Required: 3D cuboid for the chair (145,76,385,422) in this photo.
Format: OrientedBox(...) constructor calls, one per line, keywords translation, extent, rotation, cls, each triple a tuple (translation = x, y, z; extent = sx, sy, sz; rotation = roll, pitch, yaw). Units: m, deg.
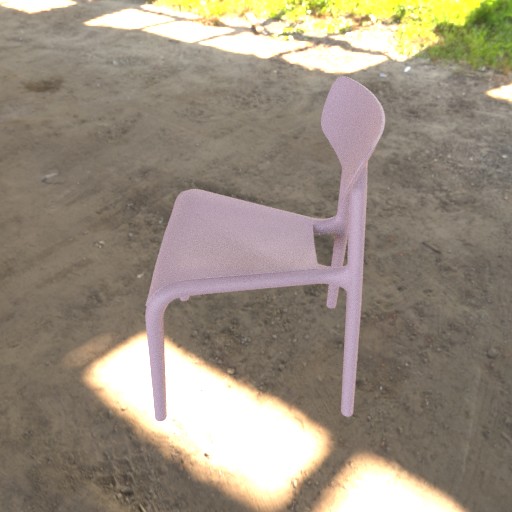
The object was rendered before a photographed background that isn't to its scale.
OrientedBox(translation=(0.000, 0.000, 0.832), extent=(0.401, 0.580, 0.356), rotation=(1, 40, 1), cls="chair")
